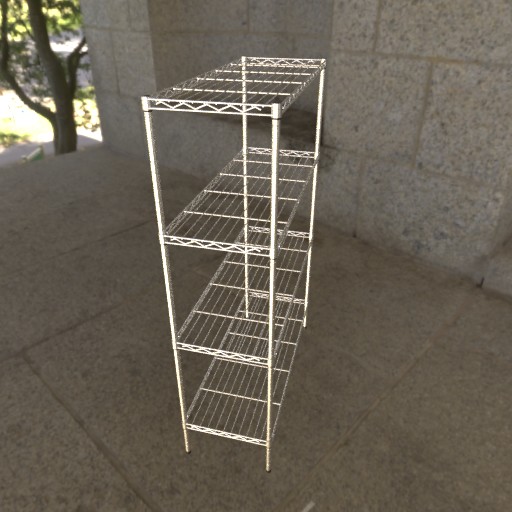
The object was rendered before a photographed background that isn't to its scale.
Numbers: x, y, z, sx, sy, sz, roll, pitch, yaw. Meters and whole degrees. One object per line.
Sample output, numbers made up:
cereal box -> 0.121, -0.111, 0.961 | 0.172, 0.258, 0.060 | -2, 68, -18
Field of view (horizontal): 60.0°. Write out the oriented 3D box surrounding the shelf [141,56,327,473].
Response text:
shelf -> 0.000, 0.000, 1.761 | 0.352, 1.360, 0.907 | 7, 31, 12
